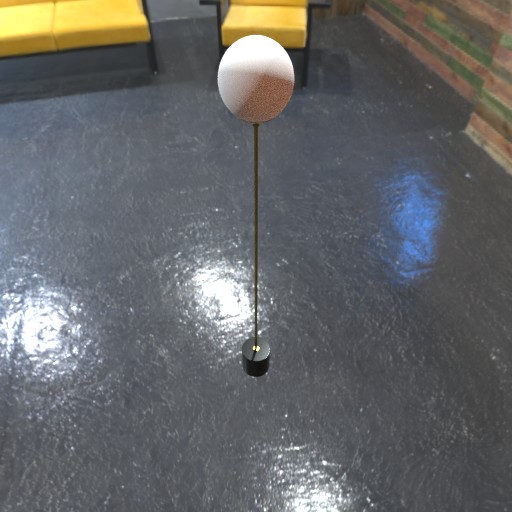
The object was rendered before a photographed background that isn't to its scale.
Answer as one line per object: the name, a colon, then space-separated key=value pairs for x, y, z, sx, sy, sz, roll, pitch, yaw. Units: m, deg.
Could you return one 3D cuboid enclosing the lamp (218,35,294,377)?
lamp: x=0.000 y=0.000 z=1.866 sx=0.229 sy=1.748 sz=0.229 roll=-9 pitch=46 yaw=-9
